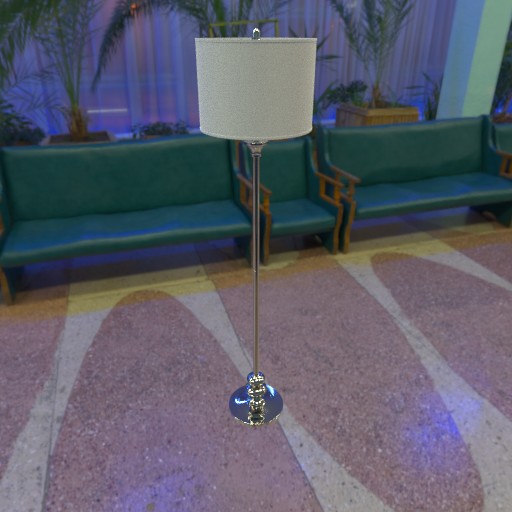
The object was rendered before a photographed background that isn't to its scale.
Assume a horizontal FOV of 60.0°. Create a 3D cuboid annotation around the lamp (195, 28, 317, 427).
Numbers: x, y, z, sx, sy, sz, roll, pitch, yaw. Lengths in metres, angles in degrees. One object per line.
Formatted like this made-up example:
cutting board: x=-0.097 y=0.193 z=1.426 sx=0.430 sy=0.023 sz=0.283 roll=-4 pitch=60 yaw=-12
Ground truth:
lamp: x=0.000 y=0.000 z=1.627 sx=0.356 sy=1.487 sz=0.356 roll=-7 pitch=28 yaw=-14
